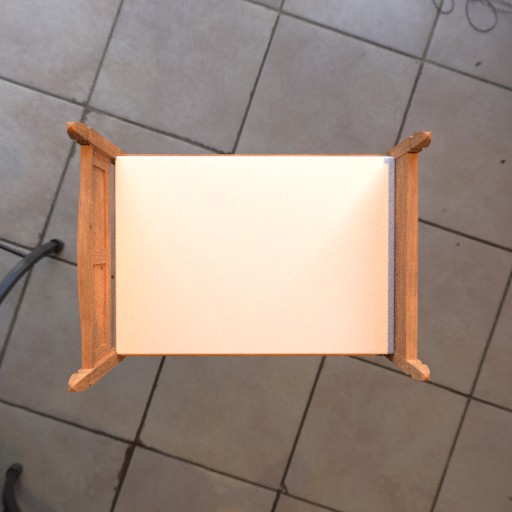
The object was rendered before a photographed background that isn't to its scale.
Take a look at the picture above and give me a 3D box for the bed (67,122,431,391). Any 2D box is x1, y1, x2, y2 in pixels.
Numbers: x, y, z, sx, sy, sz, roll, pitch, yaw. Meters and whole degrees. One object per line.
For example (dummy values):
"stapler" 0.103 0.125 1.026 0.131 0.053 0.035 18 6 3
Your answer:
"bed" 0.000 0.000 2.920 2.069 1.100 1.490 0 91 0
